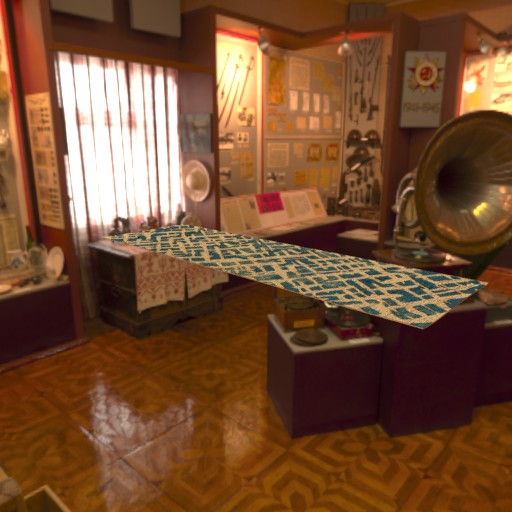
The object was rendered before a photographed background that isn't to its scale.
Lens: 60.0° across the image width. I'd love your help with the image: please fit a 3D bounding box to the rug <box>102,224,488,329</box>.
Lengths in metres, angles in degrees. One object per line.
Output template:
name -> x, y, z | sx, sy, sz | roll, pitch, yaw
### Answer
rug -> 0.000, 0.000, 2.741 | 2.446, 0.011, 0.768 | 13, 19, 42
